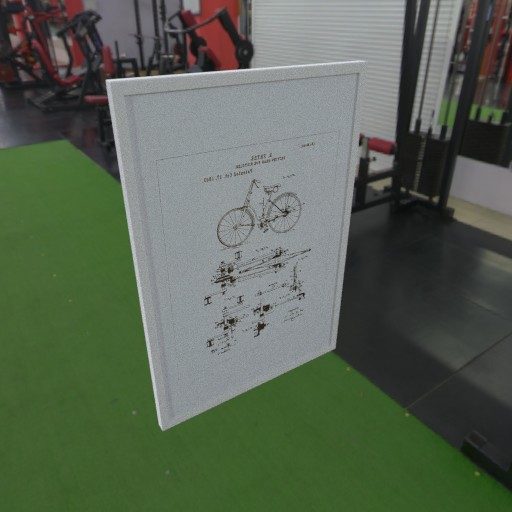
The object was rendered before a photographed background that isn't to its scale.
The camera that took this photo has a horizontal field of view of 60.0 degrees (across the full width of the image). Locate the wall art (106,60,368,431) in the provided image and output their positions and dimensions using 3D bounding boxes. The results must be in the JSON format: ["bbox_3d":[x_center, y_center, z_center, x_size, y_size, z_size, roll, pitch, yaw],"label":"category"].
[{"bbox_3d":[0.000,0.000,0.611,0.332,0.477,0.015,-17,34,-28],"label":"wall art"}]
